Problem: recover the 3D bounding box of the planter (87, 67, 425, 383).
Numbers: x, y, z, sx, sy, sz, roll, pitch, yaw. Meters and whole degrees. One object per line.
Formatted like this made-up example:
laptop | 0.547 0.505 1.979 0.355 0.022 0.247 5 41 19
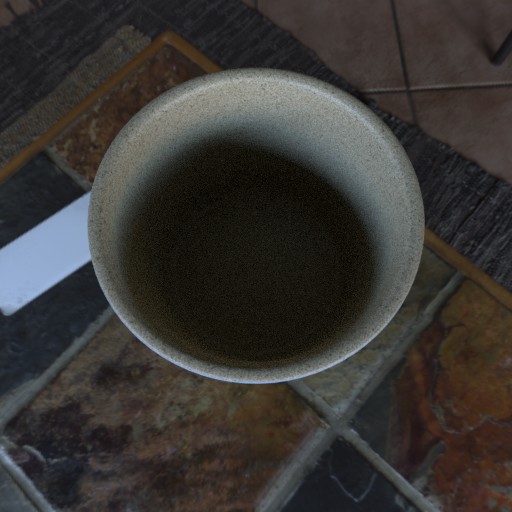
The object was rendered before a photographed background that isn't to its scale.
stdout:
planter | 0.000 0.000 0.411 0.227 0.235 0.227 0 74 0
